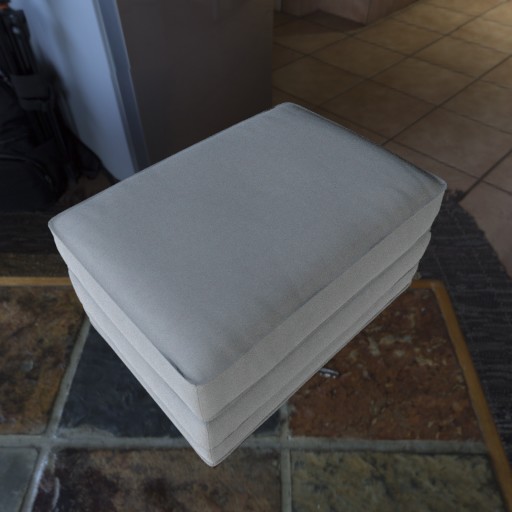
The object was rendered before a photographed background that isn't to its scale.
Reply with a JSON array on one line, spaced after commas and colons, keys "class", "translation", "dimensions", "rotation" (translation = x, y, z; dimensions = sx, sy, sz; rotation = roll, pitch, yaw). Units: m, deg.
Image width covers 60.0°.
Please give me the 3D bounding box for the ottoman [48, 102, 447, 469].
[{"class": "ottoman", "translation": [0.000, 0.000, 1.223], "dimensions": [0.848, 0.482, 0.611], "rotation": [-35, 57, -27]}]
